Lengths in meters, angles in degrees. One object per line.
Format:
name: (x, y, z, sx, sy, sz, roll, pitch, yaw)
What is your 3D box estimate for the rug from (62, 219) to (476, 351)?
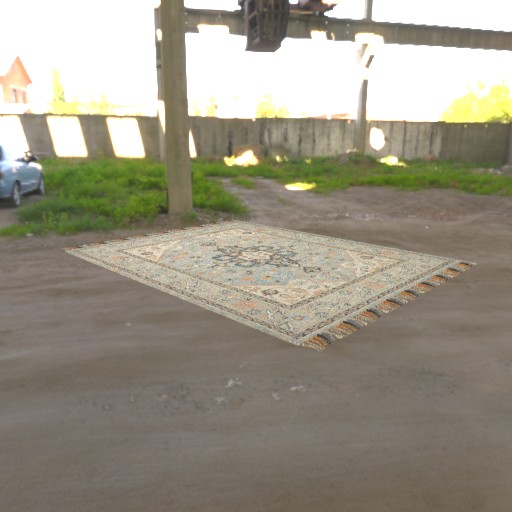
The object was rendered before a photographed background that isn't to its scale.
rug: (0.000, 0.000, 2.263, 1.730, 0.009, 1.278, 14, 20, 43)
